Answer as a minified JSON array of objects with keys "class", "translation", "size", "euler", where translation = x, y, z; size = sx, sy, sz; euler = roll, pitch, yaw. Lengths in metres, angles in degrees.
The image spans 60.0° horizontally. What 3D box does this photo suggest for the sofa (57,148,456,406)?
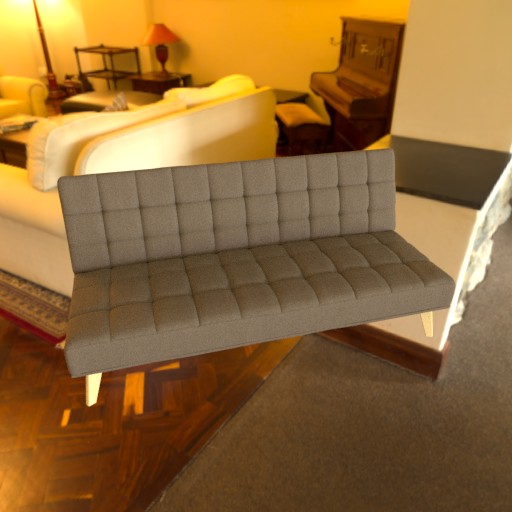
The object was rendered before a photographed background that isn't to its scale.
[{"class":"sofa","translation":[0.000,0.000,2.248],"size":[1.800,0.810,0.860],"euler":[-8,31,-13]}]
